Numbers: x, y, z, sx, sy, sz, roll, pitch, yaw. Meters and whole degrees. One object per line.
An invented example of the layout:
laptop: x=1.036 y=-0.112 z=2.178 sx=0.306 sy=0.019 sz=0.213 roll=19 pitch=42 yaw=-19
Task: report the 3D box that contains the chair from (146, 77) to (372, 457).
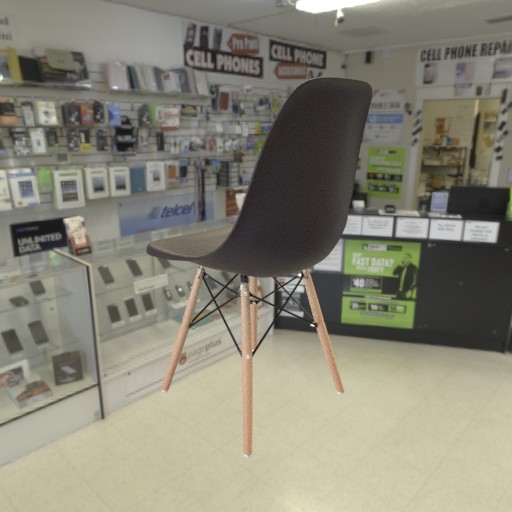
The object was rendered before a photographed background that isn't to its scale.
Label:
chair: x=0.000 y=0.000 z=1.157 sx=0.470 sy=0.825 sz=0.533 roll=-15 pitch=22 yaw=-42
